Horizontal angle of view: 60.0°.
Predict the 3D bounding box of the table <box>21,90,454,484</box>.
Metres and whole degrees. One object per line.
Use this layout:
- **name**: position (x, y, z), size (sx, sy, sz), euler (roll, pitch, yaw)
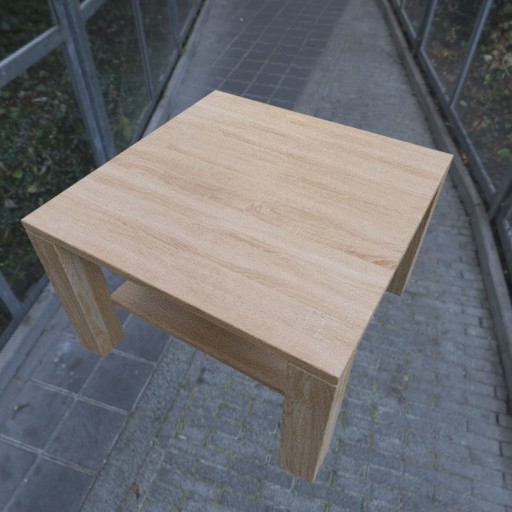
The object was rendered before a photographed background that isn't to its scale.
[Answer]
- **table**: position (0.000, 0.000, 1.146), size (0.700, 0.450, 0.700), euler (23, 49, 21)
